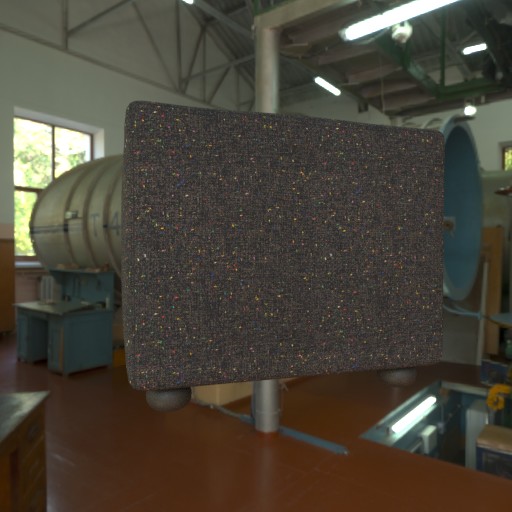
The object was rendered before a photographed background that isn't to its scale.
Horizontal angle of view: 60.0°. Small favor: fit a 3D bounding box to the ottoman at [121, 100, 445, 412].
[{"bbox_3d":[0.000,0.000,0.875,0.508,0.432,0.508,0,1,-17],"label":"ottoman"}]
